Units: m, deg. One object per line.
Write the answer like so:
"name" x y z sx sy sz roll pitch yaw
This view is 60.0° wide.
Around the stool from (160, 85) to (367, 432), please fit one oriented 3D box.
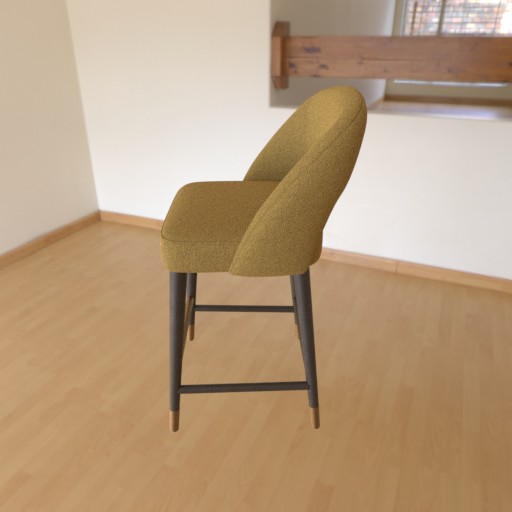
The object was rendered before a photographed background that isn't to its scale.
"stool" 0.000 0.000 1.313 0.522 0.939 0.536 -1 27 -1
